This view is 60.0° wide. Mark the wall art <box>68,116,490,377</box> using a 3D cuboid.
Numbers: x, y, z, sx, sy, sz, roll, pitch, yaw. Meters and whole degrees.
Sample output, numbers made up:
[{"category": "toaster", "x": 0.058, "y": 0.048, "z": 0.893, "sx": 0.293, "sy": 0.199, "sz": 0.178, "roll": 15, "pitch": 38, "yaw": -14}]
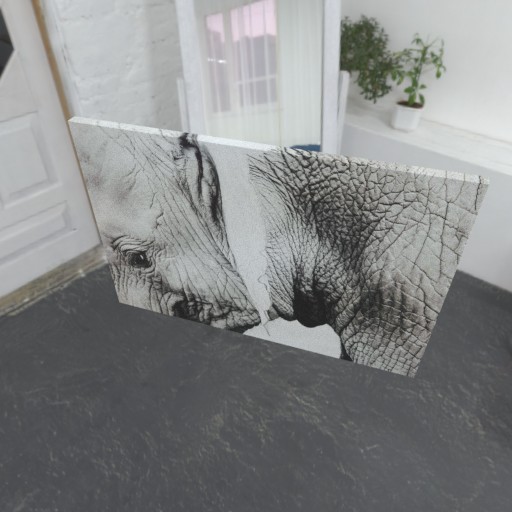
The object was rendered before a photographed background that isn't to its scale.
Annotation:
[{"category": "wall art", "x": 0.000, "y": 0.000, "z": 1.410, "sx": 1.141, "sy": 0.758, "sz": 0.035, "roll": 12, "pitch": 42, "yaw": 14}]
